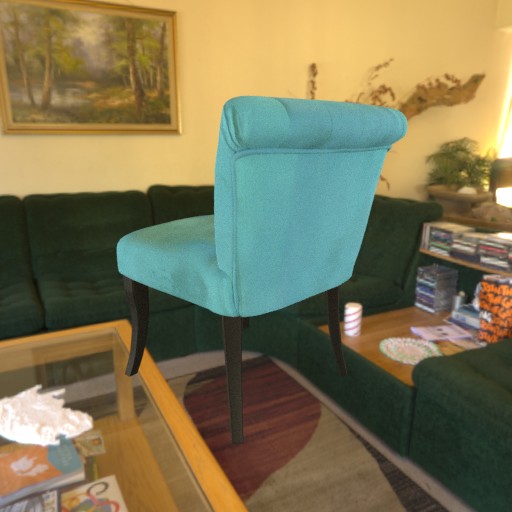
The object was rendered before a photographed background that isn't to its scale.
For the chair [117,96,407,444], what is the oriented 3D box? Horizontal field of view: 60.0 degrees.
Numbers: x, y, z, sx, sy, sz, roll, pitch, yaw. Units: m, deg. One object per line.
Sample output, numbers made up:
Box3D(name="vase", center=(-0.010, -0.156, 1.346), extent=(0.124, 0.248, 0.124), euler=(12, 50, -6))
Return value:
Box3D(name="chair", center=(0.000, 0.000, 1.179), extent=(0.605, 0.750, 0.582), euler=(14, 21, 43))
